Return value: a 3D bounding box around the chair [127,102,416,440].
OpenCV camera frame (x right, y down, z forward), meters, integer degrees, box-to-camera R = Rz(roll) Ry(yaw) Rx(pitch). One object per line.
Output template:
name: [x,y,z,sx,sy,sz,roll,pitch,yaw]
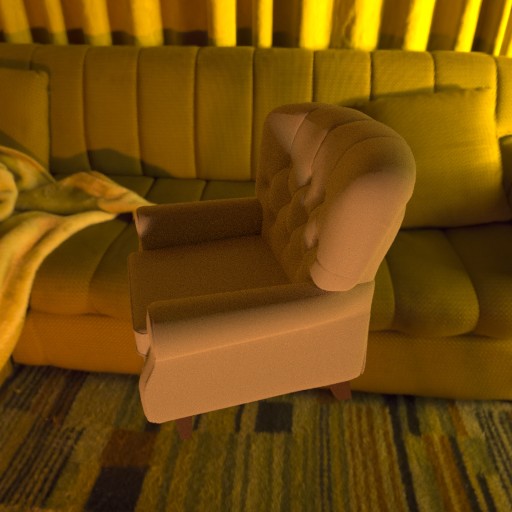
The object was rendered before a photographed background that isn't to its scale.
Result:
chair: [0.000,0.000,1.974,1.132,1.169,1.035,-8,33,-13]
